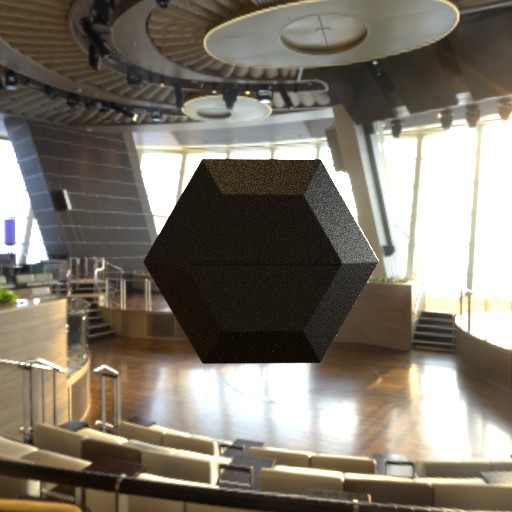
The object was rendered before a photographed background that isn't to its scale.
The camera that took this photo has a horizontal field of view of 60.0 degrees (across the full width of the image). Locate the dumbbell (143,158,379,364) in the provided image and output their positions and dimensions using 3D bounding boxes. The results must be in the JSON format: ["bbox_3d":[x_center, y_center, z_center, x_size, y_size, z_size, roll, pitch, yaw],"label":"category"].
[{"bbox_3d":[0.000,0.000,0.378,0.129,0.113,0.315,0,1,-1],"label":"dumbbell"}]
